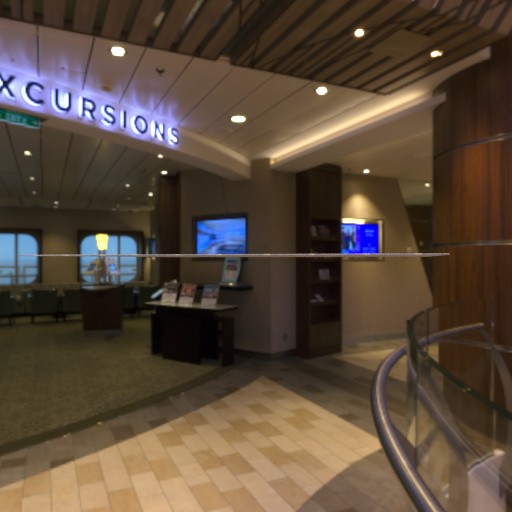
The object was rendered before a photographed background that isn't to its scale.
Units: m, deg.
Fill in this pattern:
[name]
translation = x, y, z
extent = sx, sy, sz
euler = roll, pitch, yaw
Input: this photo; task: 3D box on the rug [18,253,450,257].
[rug]
translation = 0.000, 0.000, 3.854
extent = 2.892, 0.006, 2.283
euler = 0, 0, 18
